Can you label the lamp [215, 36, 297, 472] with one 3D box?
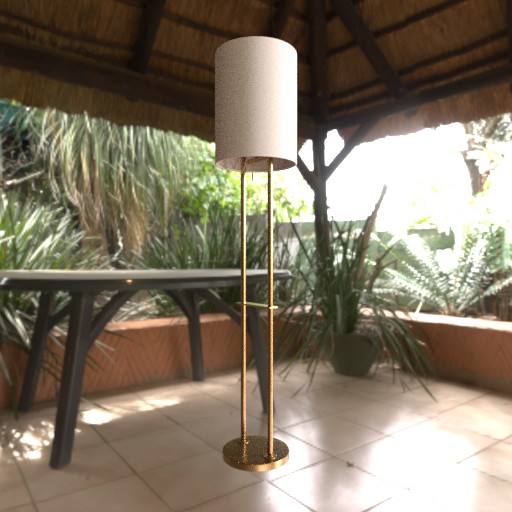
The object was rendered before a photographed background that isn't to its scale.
[{"bbox_3d":[0.000,0.000,1.664,0.305,1.500,0.306,0,0,-38],"label":"lamp"}]
